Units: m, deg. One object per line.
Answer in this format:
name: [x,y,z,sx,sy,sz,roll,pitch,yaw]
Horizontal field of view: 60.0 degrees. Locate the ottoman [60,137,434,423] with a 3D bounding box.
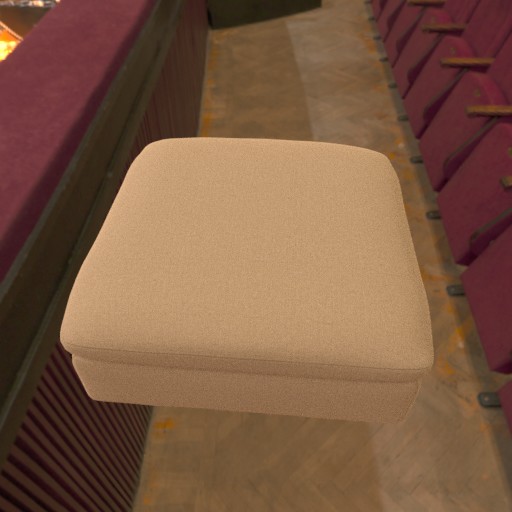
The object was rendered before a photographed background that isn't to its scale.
ottoman: [0.000,0.000,1.519,0.996,0.467,0.977,3,46,3]
